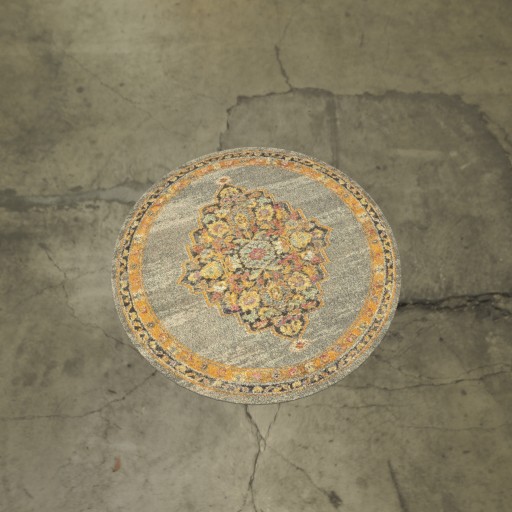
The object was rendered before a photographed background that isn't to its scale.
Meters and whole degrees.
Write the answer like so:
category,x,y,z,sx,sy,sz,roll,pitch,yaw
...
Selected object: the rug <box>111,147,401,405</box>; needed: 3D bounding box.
category,x,y,z,sx,sy,sz,roll,pitch,yaw
rug,0.000,0.000,2.468,1.598,0.010,1.598,0,61,0
